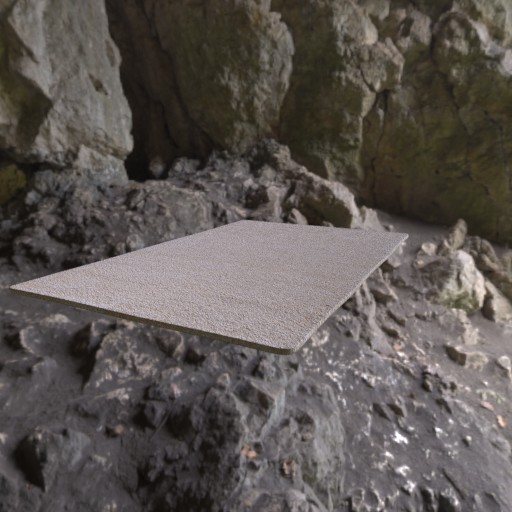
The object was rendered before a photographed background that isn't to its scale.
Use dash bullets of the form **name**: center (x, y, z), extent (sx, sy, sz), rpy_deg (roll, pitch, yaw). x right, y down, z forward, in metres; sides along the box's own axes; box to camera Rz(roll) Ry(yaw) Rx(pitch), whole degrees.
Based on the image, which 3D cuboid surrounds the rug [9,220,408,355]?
- **rug**: center (0.000, 0.000, 2.818), extent (1.500, 0.026, 2.349), rpy_deg (7, 15, 27)
